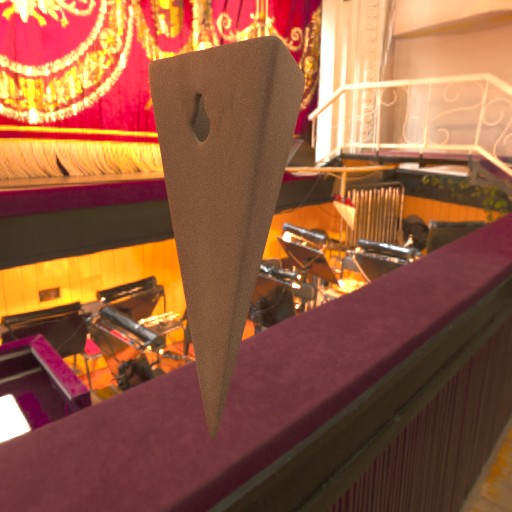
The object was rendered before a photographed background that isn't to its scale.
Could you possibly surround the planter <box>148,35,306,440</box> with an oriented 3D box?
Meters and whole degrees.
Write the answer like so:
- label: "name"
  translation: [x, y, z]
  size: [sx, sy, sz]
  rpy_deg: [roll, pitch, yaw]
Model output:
- label: "planter"
  translation: [0.000, 0.000, 0.273]
  size: [0.081, 0.224, 0.101]
  rpy_deg: [-14, 21, -42]
